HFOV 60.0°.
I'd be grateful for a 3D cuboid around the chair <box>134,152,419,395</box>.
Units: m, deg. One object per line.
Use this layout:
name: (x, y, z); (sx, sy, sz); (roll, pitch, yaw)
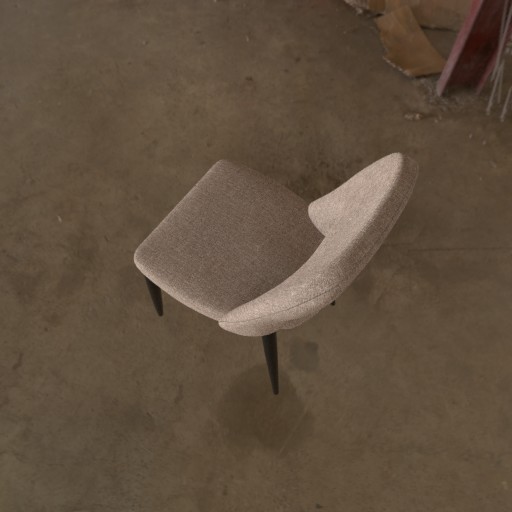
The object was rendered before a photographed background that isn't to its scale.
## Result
chair: (0.000, 0.000, 1.285); (0.612, 0.931, 0.470); (31, 66, 15)
